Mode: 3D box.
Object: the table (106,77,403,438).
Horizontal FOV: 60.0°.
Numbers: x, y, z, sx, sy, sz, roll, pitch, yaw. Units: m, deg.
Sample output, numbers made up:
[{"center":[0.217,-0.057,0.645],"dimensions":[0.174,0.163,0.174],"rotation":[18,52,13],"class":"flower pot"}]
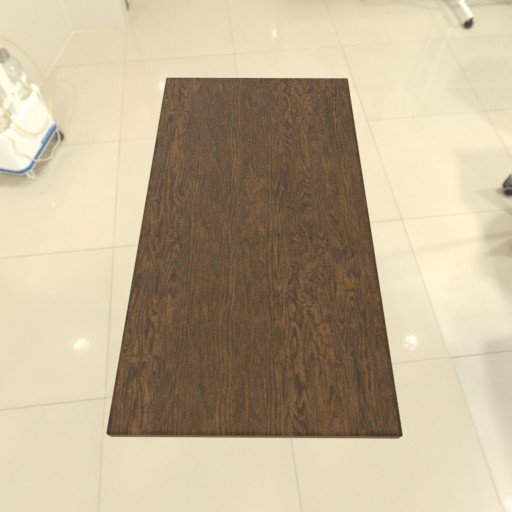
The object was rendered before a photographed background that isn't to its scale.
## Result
[{"center":[0.000,0.000,2.456],"dimensions":[1.078,0.795,1.989],"rotation":[0,59,0],"class":"table"}]
